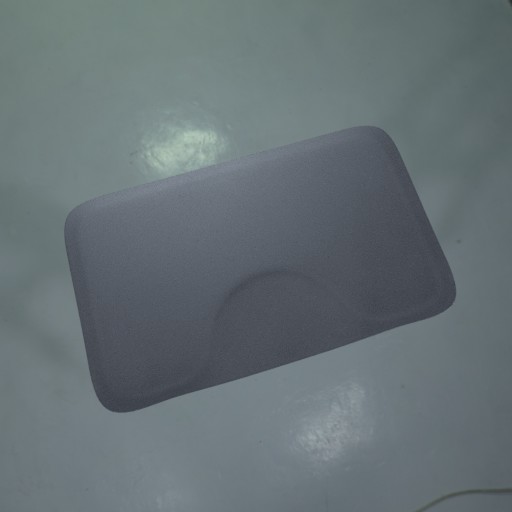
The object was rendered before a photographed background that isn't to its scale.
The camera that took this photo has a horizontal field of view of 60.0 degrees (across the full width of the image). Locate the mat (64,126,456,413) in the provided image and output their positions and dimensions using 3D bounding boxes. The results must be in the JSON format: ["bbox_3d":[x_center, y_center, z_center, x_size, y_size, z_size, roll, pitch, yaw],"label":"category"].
[{"bbox_3d":[0.000,0.000,1.866,1.524,0.013,0.918,-16,75,-5],"label":"mat"}]
